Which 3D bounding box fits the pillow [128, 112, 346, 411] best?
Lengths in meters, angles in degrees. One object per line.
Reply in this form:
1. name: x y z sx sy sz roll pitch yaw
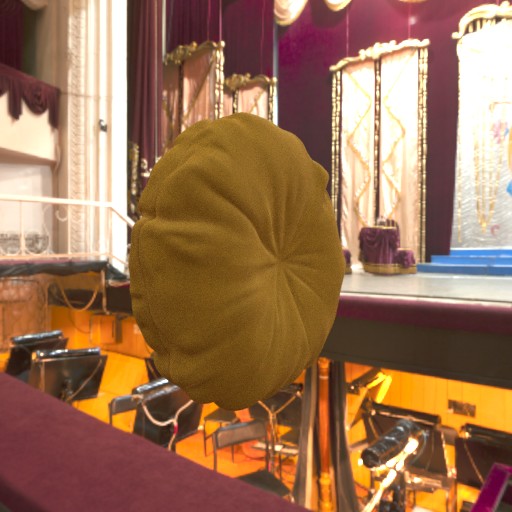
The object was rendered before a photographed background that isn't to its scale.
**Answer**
1. pillow: 0.000 0.000 0.658 0.148 0.407 0.428 0 1 36
